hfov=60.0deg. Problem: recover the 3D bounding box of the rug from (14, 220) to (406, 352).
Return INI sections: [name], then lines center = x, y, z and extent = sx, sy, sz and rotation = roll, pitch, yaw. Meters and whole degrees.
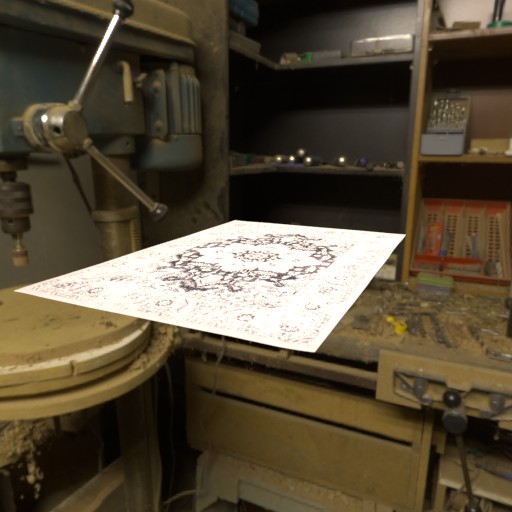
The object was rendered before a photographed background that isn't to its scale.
[rug]
center = 0.000, 0.000, 2.251
extent = 1.223, 0.008, 1.813
rotation = 7, 16, 25
